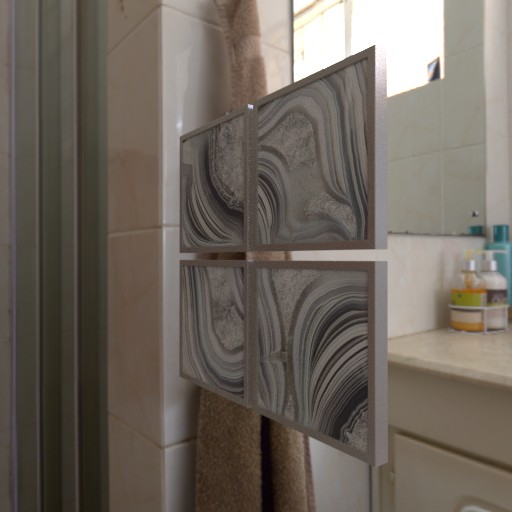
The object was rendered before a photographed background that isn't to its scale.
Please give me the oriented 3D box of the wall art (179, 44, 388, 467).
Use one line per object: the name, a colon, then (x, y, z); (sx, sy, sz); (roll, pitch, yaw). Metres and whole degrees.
wall art: (0.000, 0.000, 0.892); (0.029, 0.611, 0.611); (0, 0, -37)
